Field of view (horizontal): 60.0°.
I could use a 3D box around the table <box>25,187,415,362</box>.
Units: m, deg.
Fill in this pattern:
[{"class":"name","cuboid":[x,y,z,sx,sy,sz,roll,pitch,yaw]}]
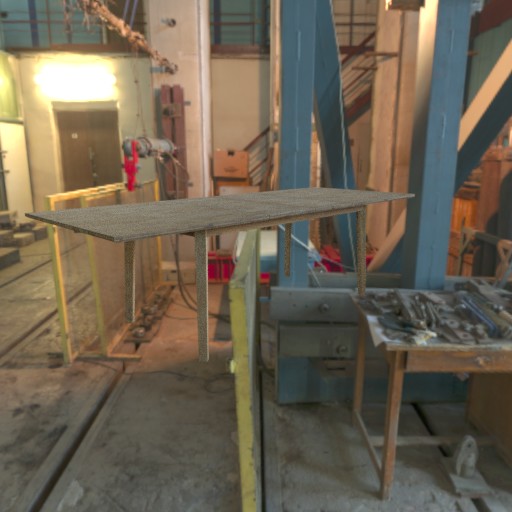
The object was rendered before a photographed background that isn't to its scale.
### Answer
[{"class":"table","cuboid":[0.000,0.000,3.079,1.000,0.752,2.603,13,18,43]}]
